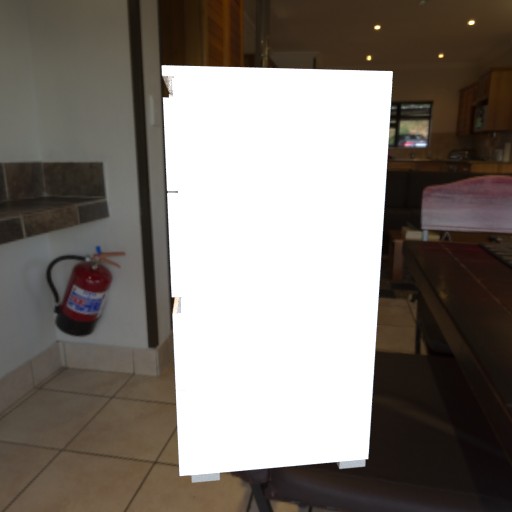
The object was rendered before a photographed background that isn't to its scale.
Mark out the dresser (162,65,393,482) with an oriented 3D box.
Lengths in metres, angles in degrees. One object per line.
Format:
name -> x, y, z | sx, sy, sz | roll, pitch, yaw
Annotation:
dresser -> 0.000, 0.000, 1.157 | 0.400, 0.800, 0.650 | -2, 13, -7
